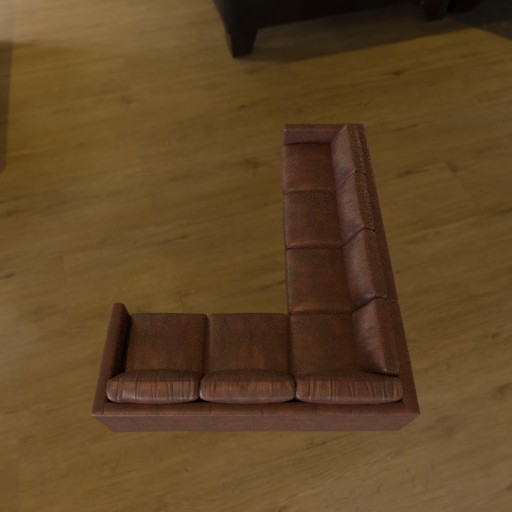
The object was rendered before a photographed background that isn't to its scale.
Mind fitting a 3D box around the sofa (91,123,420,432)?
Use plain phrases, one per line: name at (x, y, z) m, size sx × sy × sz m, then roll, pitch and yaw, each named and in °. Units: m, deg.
sofa at (0.000, 0.000, 4.329) m, size 2.438 × 0.836 × 3.152 m, roll 0°, pitch 57°, yaw 0°
